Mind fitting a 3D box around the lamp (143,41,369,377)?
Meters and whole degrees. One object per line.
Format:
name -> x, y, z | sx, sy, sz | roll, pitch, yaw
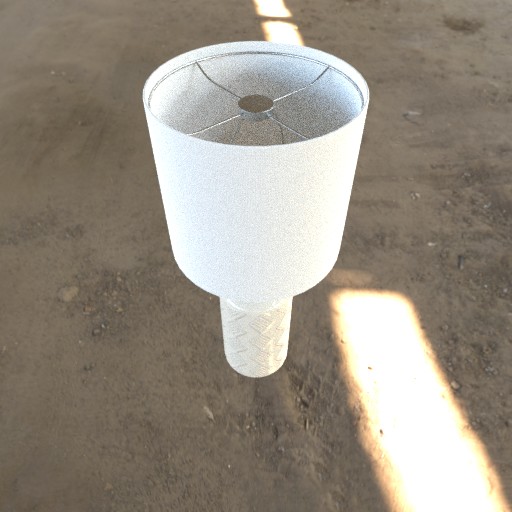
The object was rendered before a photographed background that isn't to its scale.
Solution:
lamp -> 0.000, 0.000, 0.577 | 0.207, 0.461, 0.207 | -31, 54, -26
